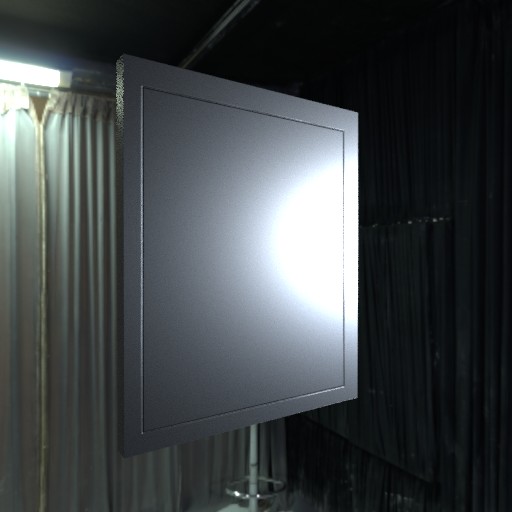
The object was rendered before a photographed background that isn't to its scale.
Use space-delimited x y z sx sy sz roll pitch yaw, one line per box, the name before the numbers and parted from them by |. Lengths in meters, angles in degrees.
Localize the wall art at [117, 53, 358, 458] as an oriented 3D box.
wall art | 0.000 0.000 0.753 0.461 0.558 0.031 0 1 -34
